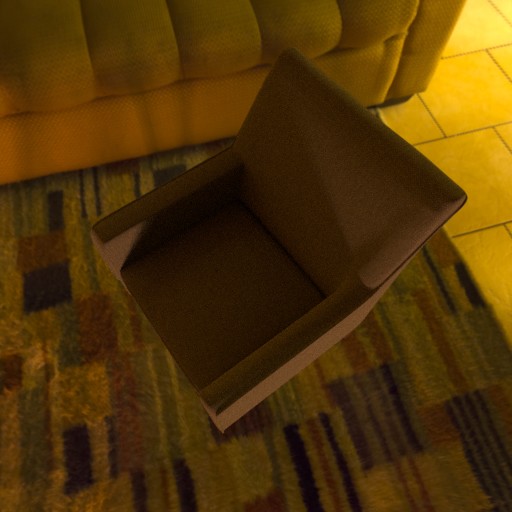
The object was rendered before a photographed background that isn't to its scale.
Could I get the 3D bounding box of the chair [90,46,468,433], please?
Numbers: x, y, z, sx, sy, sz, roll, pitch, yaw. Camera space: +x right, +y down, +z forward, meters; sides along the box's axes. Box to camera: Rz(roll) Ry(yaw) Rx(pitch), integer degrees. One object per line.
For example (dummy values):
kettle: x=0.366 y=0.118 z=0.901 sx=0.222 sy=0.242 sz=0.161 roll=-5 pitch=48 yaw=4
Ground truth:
chair: x=0.000 y=0.000 z=1.604 sx=0.899 sy=0.919 sz=0.780 roll=-33 pitch=67 yaw=-16
